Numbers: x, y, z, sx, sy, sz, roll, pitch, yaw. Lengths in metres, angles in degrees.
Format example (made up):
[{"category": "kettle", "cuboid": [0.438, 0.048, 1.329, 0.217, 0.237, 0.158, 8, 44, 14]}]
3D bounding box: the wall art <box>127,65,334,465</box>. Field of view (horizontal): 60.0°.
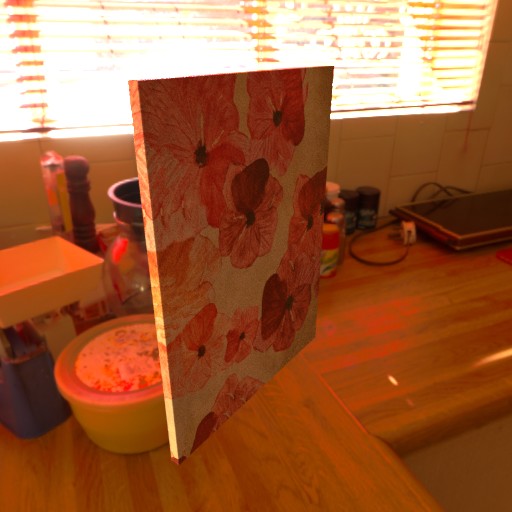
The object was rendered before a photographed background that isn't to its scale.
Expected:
[{"category": "wall art", "cuboid": [0.000, 0.000, 1.315, 0.031, 1.015, 0.762, 18, 31, 33]}]
